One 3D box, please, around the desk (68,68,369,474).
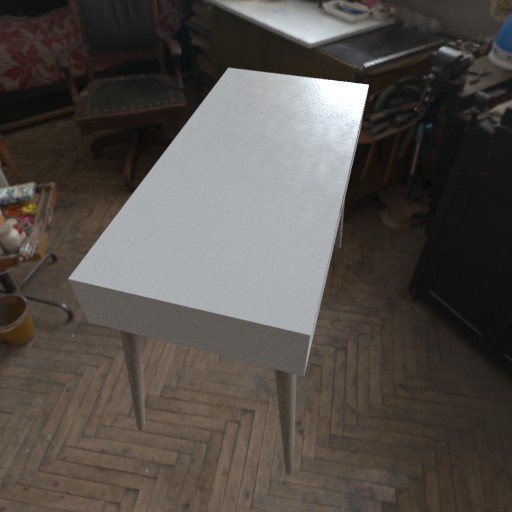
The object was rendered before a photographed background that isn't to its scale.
[{"bbox_3d":[0.000,0.000,1.389,0.491,0.723,0.979,12,47,11],"label":"desk"}]
